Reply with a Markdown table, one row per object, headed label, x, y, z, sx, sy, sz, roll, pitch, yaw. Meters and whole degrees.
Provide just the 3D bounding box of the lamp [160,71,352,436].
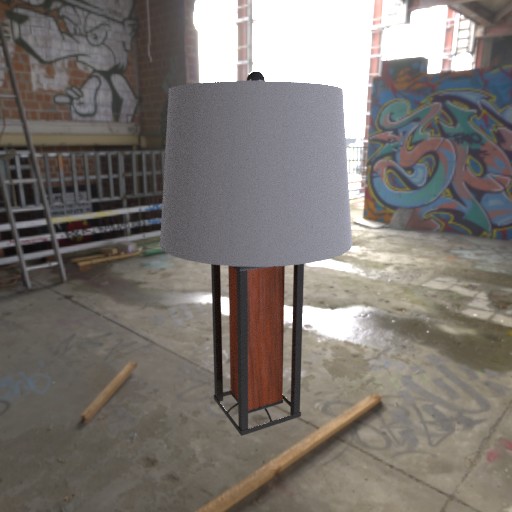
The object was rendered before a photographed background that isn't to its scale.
| label | x | y | z | sx | sy | sz | roll | pitch | yaw |
| --- | --- | --- | --- | --- | --- | --- | --- | --- | --- |
| lamp | 0.000 | 0.000 | 0.760 | 0.320 | 0.591 | 0.320 | 0 | 15 | 0 |
